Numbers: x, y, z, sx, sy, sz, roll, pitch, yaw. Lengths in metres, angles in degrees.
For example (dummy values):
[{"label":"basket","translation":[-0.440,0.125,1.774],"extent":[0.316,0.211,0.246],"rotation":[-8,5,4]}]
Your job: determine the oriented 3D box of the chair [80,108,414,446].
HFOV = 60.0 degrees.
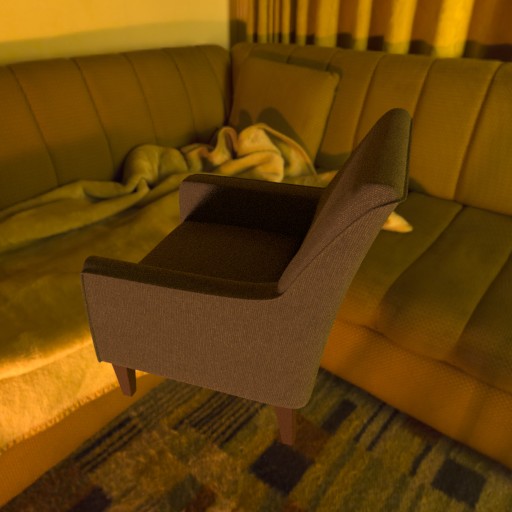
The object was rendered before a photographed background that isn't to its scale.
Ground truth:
[{"label":"chair","translation":[0.000,0.000,1.557],"extent":[0.899,0.919,0.780],"rotation":[9,32,15]}]
